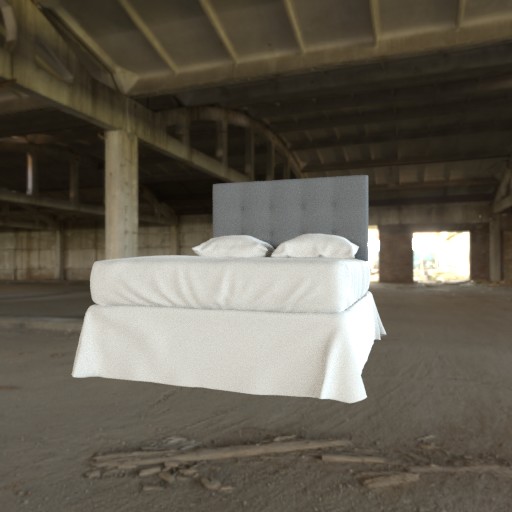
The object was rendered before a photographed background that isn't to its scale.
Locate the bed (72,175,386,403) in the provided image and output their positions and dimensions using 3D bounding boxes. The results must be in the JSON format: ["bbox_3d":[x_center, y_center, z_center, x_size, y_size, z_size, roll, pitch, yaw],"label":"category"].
[{"bbox_3d":[0.000,0.000,3.580,1.936,1.577,2.222,0,-1,19],"label":"bed"}]
